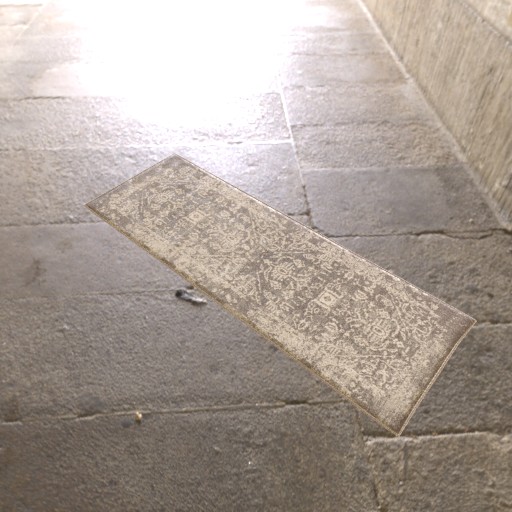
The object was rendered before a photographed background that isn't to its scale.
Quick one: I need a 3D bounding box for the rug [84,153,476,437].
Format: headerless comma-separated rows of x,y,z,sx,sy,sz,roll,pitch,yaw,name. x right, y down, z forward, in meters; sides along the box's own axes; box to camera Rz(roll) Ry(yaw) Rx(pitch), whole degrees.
0.000,0.000,2.747,2.452,0.017,0.855,32,54,27,rug
